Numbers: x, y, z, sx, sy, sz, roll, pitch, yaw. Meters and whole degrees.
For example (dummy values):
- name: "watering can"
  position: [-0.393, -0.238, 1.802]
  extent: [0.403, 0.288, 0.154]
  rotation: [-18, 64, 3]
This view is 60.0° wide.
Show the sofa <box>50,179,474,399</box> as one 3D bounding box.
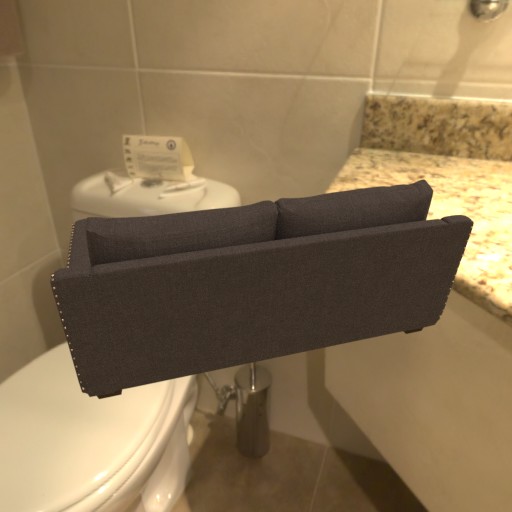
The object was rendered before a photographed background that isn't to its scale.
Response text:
- name: "sofa"
  position: [0.000, 0.000, 3.272]
  extent: [2.550, 1.196, 1.336]
  rotation: [-8, 29, -15]
